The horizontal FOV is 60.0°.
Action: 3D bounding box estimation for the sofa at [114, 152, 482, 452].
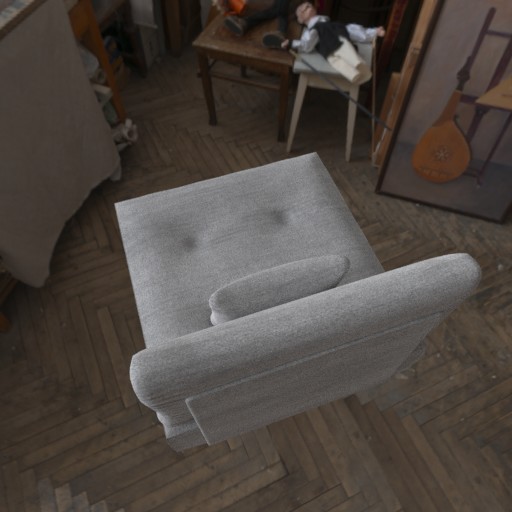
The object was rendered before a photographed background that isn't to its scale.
[{"bbox_3d":[0.000,0.000,1.617,0.930,0.820,1.000,-16,59,-10],"label":"sofa"}]
